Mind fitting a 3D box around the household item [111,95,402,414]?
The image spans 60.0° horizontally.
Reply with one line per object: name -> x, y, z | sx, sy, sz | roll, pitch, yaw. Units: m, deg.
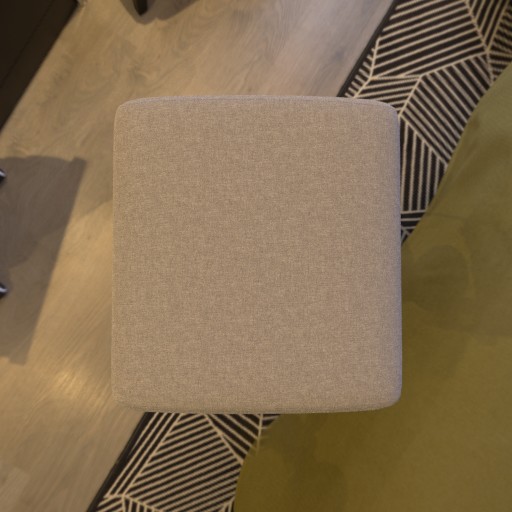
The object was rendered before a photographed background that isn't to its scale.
household item -> 0.000, 0.000, 0.888 | 0.530, 0.410, 0.530 | 0, 88, -1
